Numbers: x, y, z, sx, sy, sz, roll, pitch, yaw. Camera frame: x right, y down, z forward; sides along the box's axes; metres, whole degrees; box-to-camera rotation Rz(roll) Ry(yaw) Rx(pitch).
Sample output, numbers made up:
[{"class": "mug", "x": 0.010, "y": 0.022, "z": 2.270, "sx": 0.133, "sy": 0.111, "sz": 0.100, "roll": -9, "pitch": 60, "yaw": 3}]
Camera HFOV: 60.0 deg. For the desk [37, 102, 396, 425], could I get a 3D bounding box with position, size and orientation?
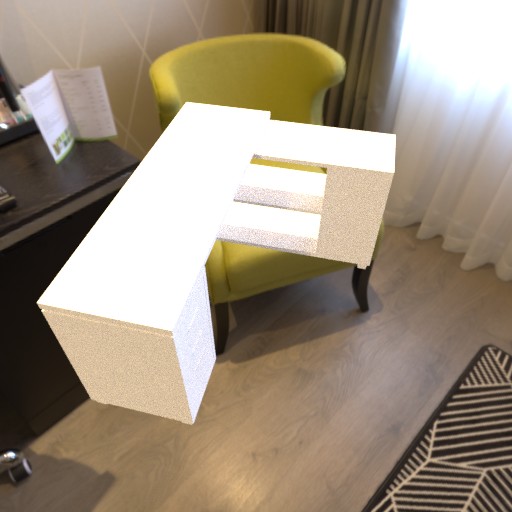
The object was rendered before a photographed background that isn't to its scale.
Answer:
[{"class": "desk", "x": 0.000, "y": 0.000, "z": 2.231, "sx": 1.199, "sy": 0.759, "sz": 1.524, "roll": 10, "pitch": 46, "yaw": 9}]
